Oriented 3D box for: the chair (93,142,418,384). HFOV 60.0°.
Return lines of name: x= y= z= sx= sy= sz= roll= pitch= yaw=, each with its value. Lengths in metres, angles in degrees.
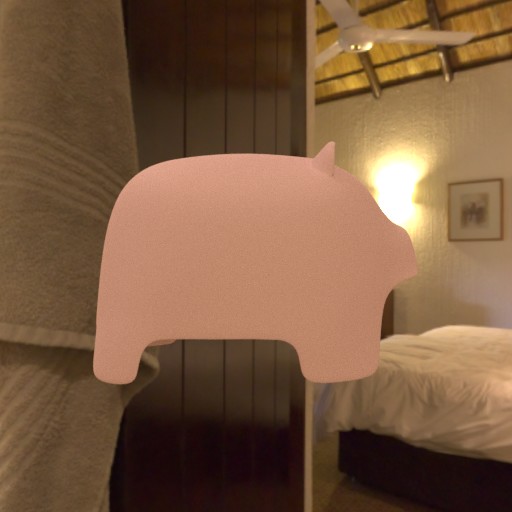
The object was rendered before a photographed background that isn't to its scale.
chair: x=0.000 y=0.000 z=0.894 sx=0.619 sy=0.423 sz=0.364 roll=0 pitch=0 yaw=1
